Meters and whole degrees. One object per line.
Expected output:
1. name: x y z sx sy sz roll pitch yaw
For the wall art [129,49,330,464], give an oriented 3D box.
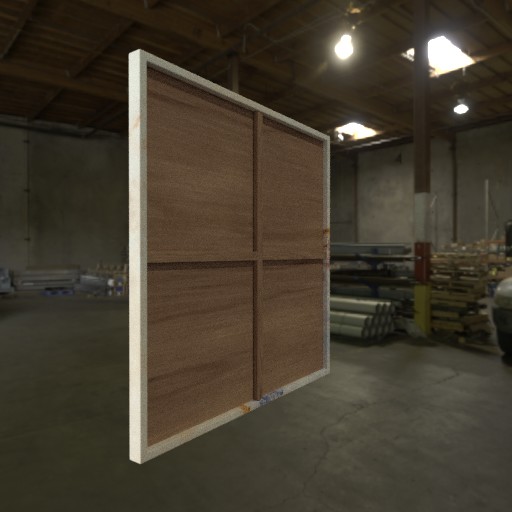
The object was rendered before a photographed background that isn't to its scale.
1. wall art: 0.000 0.000 1.316 0.038 0.889 0.889 0 1 36
